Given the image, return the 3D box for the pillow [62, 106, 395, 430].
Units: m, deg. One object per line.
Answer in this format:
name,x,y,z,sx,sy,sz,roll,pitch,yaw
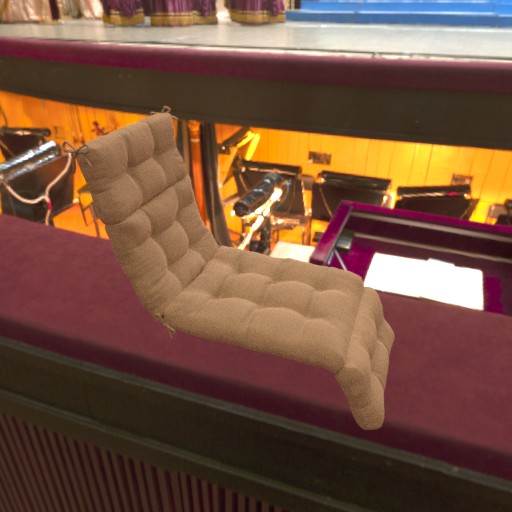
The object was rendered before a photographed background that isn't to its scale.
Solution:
pillow,0.000,0.000,1.535,1.016,0.863,0.526,10,32,17
